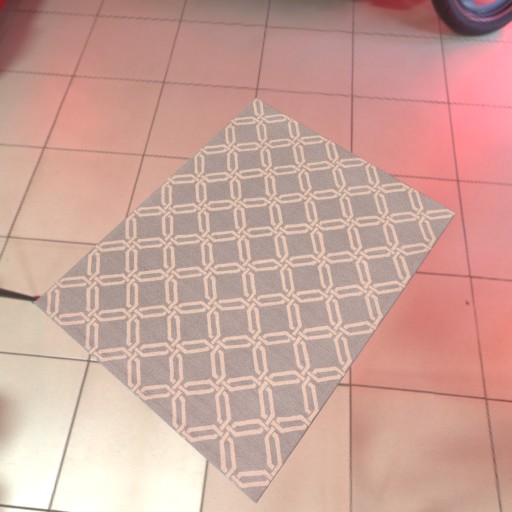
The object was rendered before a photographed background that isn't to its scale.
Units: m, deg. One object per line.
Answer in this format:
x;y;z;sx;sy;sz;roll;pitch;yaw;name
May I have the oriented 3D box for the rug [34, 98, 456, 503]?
0.000;0.000;3.773;2.288;0.018;2.895;35;68;16;rug
